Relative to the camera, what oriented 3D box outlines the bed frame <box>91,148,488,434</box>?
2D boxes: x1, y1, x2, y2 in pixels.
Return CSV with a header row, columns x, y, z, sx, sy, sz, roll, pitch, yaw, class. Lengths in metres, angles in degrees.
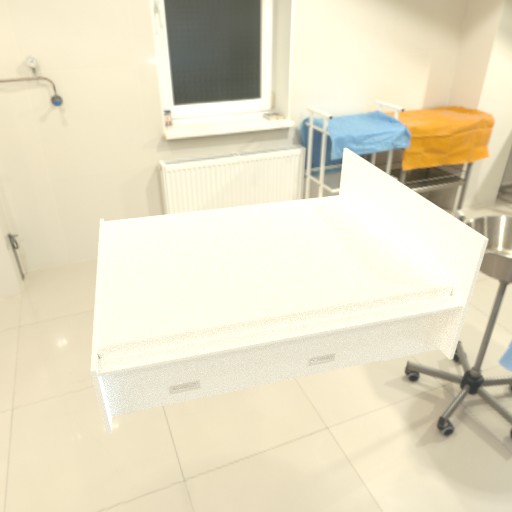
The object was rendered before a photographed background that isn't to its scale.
x,y,z,sx,sy,sz,roll,pitch,yaw,class
0.000,0.000,2.861,1.960,0.800,1.622,-8,31,-13,bed frame
